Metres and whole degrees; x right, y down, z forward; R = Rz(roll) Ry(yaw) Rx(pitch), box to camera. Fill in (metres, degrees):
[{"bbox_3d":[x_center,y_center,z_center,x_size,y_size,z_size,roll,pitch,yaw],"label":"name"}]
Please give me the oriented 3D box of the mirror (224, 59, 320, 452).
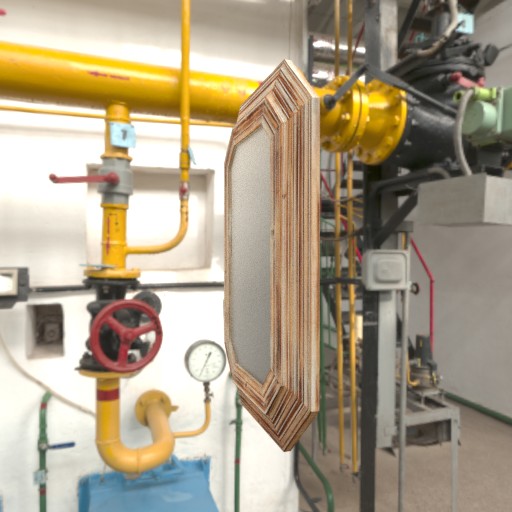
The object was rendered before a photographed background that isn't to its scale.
[{"bbox_3d":[0.000,0.000,1.323,0.061,1.015,0.709,0,1,-19],"label":"mirror"}]
